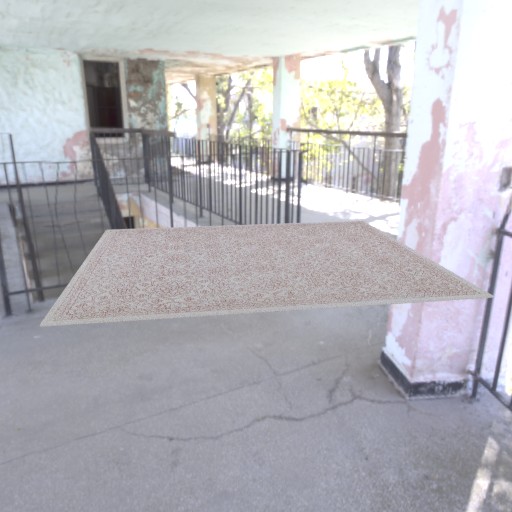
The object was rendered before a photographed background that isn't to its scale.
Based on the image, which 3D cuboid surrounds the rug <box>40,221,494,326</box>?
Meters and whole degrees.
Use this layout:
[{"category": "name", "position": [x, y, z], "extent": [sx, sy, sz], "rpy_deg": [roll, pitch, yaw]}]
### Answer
[{"category": "rug", "position": [0.000, 0.000, 4.077], "extent": [3.050, 0.015, 2.441], "rpy_deg": [-3, 18, -8]}]
